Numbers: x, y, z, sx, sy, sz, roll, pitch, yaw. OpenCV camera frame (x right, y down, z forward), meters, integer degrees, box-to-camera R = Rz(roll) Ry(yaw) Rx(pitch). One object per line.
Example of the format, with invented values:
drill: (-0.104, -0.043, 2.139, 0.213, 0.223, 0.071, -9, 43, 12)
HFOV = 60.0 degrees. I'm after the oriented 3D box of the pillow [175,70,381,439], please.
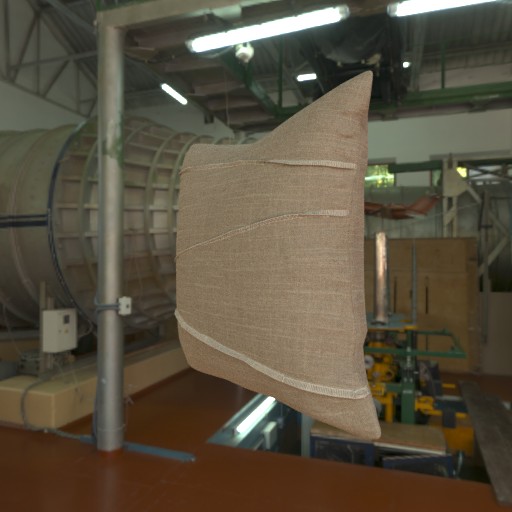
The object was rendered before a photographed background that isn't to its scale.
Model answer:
pillow: (0.000, 0.000, 0.635, 0.169, 0.400, 0.424, 0, 0, -37)
